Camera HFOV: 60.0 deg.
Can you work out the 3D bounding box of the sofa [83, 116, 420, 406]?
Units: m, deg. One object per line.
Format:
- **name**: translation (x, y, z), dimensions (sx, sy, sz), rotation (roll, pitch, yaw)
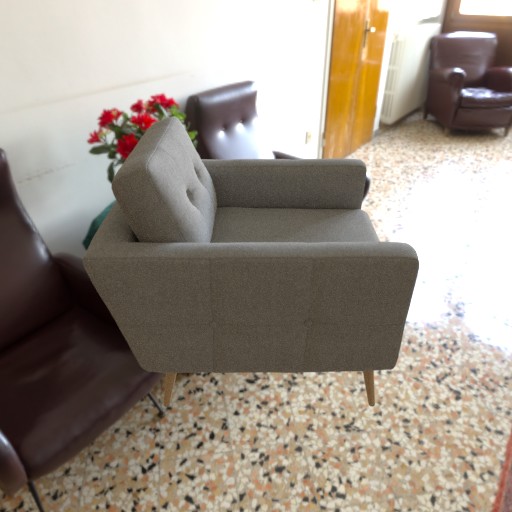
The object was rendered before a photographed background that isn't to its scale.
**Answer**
- **sofa**: translation (0.000, 0.000, 1.573), dimensions (0.920, 0.860, 0.770), rotation (0, 32, 0)
